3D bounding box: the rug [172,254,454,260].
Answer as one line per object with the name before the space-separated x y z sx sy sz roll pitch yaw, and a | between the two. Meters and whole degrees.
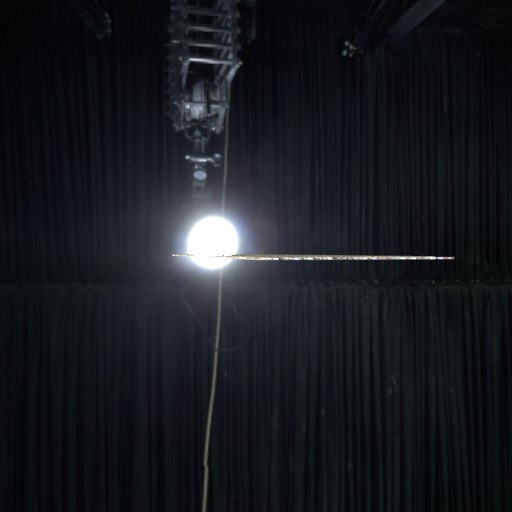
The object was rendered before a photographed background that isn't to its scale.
rug | 0.000 0.000 2.842 0.762 0.011 2.664 0 0 -18
